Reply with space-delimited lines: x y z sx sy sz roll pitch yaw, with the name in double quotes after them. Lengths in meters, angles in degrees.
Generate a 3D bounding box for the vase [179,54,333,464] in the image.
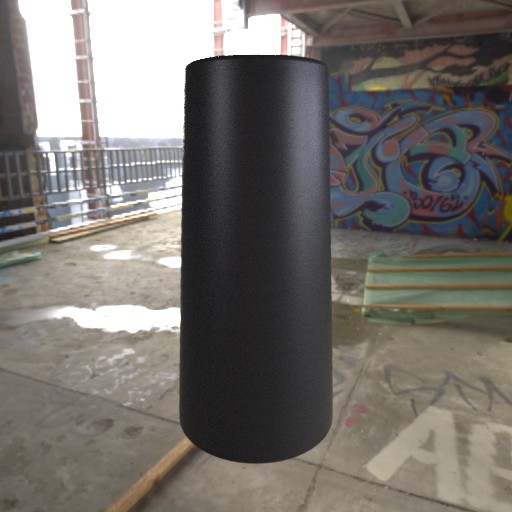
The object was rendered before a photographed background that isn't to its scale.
0.000 0.000 0.363 0.136 0.289 0.136 14 21 43 "vase"
